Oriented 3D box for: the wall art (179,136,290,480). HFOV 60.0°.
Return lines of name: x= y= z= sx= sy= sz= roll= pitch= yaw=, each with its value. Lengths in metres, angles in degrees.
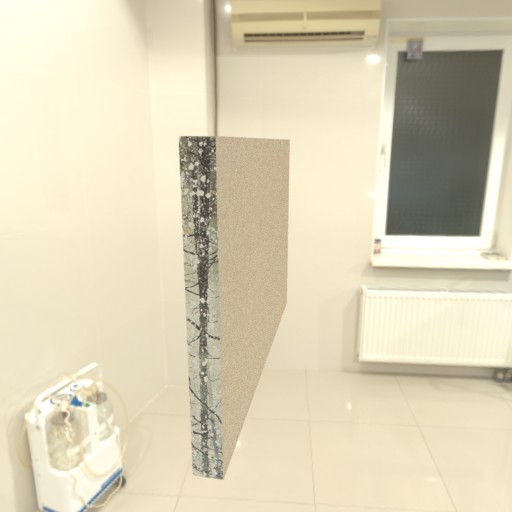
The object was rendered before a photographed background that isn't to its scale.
wall art: x=0.000 y=0.000 z=0.778 sx=0.042 sy=0.398 sz=0.618 roll=3 pitch=15 yaw=11
